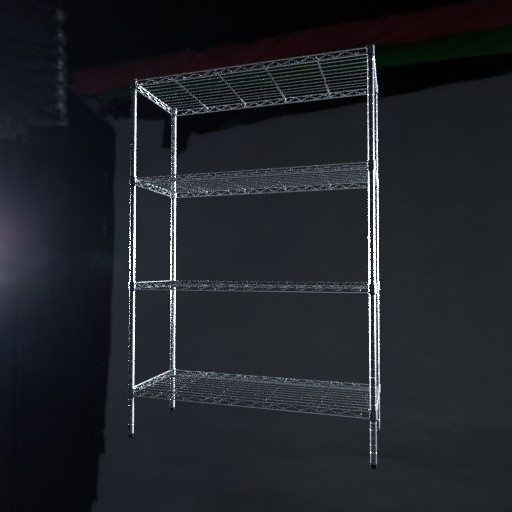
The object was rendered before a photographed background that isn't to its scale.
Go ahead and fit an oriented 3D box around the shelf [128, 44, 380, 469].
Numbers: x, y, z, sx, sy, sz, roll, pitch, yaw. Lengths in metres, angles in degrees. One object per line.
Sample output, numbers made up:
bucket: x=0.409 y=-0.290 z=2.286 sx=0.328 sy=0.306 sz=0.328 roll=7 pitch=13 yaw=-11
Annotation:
shelf: x=0.000 y=0.000 z=1.713 sx=0.907 sy=1.360 sz=0.352 roll=-1 pitch=-2 yaw=17
